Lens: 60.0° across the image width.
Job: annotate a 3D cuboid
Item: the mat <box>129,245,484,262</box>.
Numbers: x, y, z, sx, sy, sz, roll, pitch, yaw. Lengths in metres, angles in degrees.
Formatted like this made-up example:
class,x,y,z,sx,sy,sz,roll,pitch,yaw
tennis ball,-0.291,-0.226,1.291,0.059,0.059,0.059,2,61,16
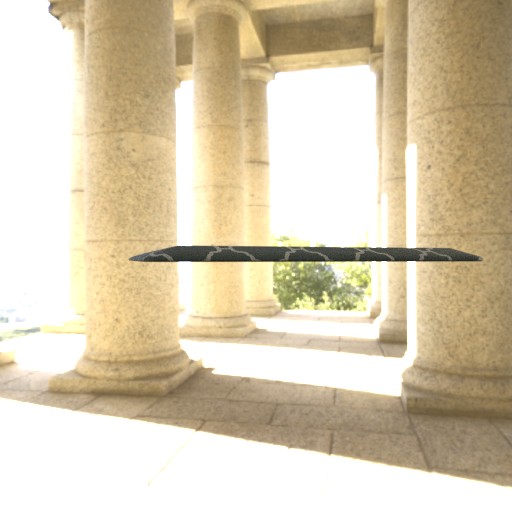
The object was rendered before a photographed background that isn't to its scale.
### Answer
class,x,y,z,sx,sy,sz,roll,pitch,yaw
mat,0.000,0.000,0.946,0.508,0.021,0.762,0,0,-17
